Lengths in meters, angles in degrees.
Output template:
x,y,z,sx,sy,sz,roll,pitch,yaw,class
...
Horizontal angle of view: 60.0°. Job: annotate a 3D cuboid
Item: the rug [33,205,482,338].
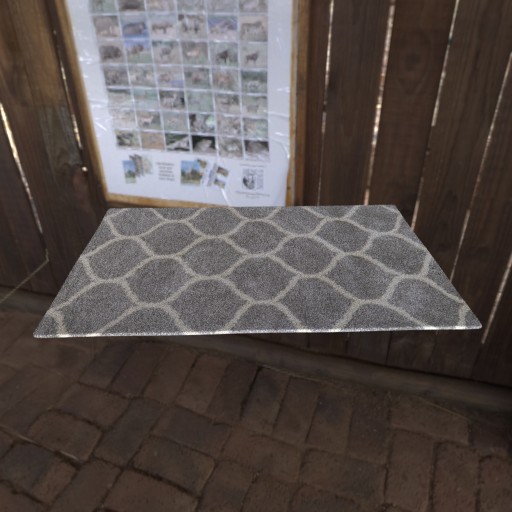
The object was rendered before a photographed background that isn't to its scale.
x,y,z,sx,sy,sz,roll,pitch,yaw,class
0.000,0.000,3.420,2.701,0.026,1.801,-1,31,-2,rug
